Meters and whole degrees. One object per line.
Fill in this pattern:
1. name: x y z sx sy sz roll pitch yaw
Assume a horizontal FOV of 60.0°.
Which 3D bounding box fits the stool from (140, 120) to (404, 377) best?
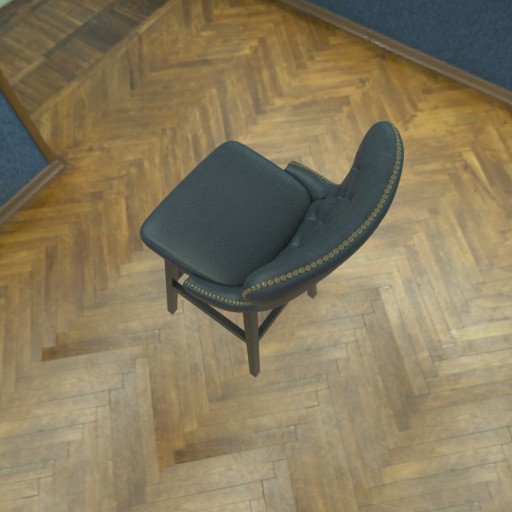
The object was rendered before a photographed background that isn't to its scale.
1. stool: 0.000 0.000 1.395 0.601 1.050 0.528 34 68 15
